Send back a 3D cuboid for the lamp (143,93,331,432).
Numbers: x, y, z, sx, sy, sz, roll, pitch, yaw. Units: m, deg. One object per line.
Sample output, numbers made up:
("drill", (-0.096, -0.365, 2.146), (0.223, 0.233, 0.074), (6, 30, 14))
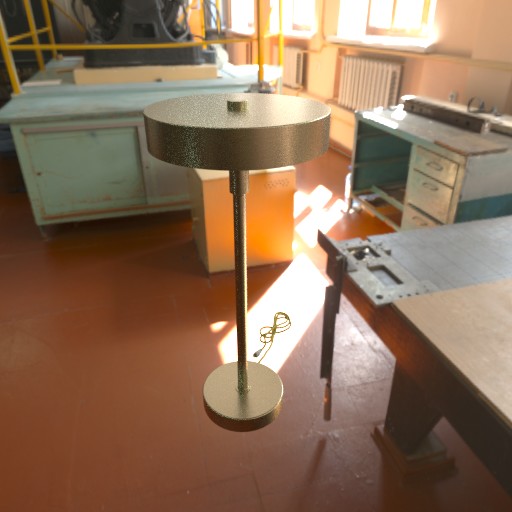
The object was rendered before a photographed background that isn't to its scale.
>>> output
("lamp", (0.000, 0.000, 0.723), (0.229, 0.508, 0.369), (9, 30, 16))
